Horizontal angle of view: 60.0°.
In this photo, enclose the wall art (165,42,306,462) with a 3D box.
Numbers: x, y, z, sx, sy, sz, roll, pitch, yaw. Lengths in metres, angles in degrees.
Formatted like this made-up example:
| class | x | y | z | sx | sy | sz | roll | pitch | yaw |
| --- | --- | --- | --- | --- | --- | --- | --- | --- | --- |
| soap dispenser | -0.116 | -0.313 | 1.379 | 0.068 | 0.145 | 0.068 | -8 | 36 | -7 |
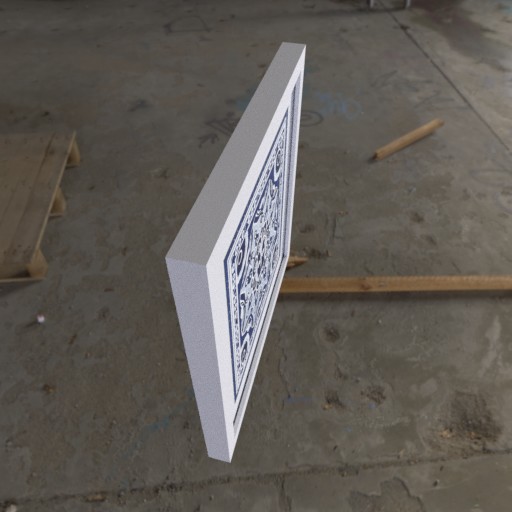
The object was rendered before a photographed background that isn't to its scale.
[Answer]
| class | x | y | z | sx | sy | sz | roll | pitch | yaw |
| --- | --- | --- | --- | --- | --- | --- | --- | --- | --- |
| wall art | 0.000 | 0.000 | 0.525 | 0.027 | 0.355 | 0.355 | 11 | 48 | 10 |
